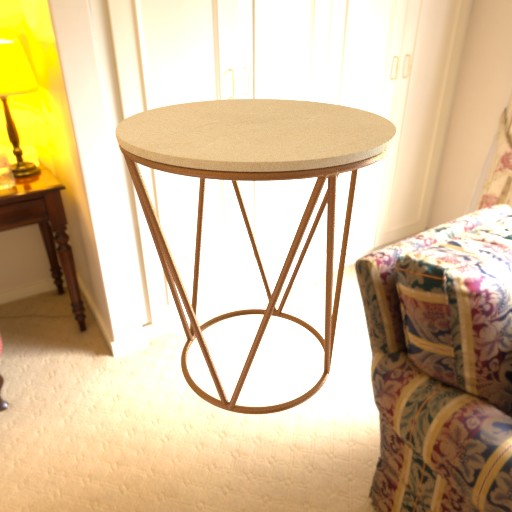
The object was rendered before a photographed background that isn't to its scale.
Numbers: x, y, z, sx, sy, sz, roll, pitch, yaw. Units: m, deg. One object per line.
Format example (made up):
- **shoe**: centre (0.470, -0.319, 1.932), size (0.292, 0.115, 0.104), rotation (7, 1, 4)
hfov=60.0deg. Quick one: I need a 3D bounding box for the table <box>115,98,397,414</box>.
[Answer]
- **table**: centre (0.000, 0.000, 0.952), size (0.500, 0.564, 0.500), rotation (0, 29, 0)
